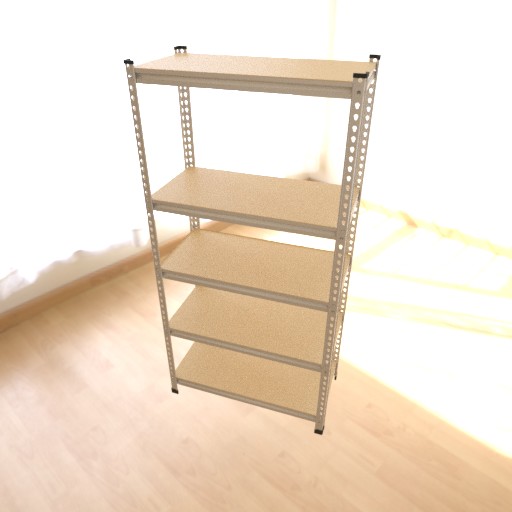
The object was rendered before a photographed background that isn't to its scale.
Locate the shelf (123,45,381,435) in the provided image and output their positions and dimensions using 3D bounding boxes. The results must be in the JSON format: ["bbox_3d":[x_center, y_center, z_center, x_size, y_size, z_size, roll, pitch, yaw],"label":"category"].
[{"bbox_3d":[0.000,0.000,2.214,0.914,1.829,0.457,10,33,16],"label":"shelf"}]
